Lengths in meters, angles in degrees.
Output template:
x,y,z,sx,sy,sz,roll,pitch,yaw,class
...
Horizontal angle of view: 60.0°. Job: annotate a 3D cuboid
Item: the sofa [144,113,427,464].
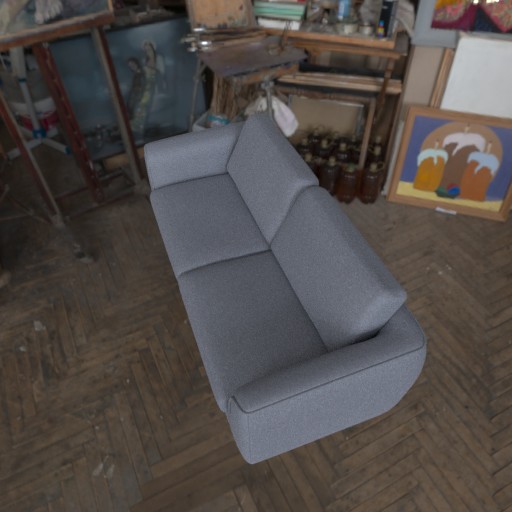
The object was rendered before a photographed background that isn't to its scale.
x,y,z,sx,sy,sz,roll,pitch,yaw,class
0.000,0.000,2.543,0.920,0.870,2.000,-15,48,-14,sofa
